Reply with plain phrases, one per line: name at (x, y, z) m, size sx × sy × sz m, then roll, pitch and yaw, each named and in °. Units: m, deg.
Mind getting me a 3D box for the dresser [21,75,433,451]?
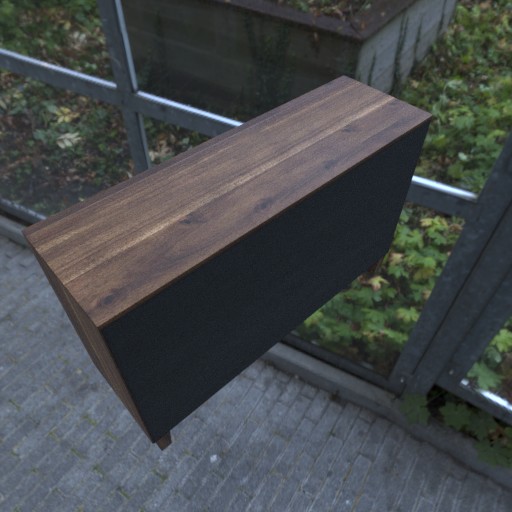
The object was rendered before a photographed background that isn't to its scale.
dresser at (0.000, 0.000, 1.774) m, size 1.387 × 0.892 × 0.438 m, roll -34°, pitch 56°, yaw -27°
